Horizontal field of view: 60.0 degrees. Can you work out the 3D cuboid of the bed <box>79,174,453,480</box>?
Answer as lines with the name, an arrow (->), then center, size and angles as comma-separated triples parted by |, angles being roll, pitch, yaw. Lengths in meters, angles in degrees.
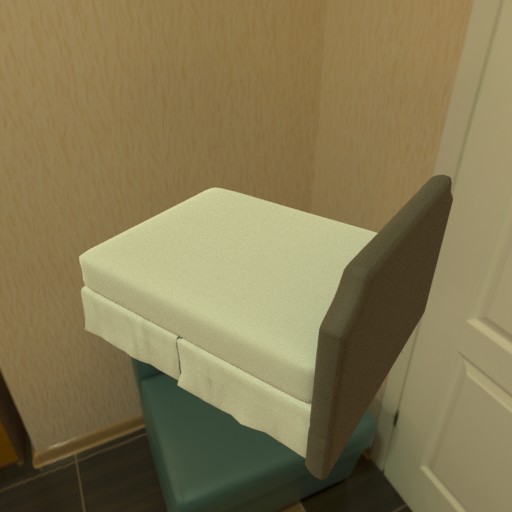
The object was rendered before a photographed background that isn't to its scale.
bed -> 0.000, 0.000, 3.266 | 2.181, 1.297, 1.831 | 20, 37, 29
